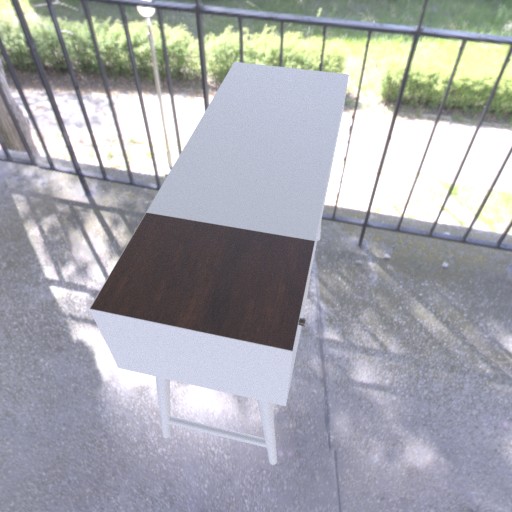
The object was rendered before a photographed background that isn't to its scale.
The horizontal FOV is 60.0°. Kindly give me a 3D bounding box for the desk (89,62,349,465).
[{"bbox_3d":[0.000,0.000,1.454,0.409,0.761,1.069,10,49,9],"label":"desk"}]
